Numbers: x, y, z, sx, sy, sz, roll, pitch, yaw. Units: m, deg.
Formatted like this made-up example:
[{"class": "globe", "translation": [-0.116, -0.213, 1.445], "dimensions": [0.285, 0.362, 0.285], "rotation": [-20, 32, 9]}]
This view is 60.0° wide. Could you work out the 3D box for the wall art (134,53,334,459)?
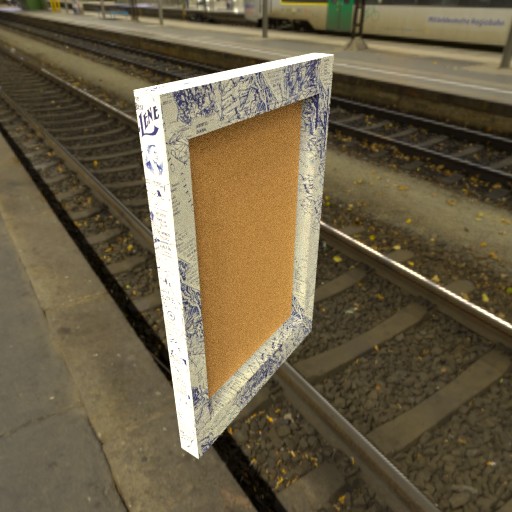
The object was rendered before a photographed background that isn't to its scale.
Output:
[{"class": "wall art", "translation": [0.000, 0.000, 0.477], "dimensions": [0.025, 0.376, 0.255], "rotation": [19, 36, 29]}]
